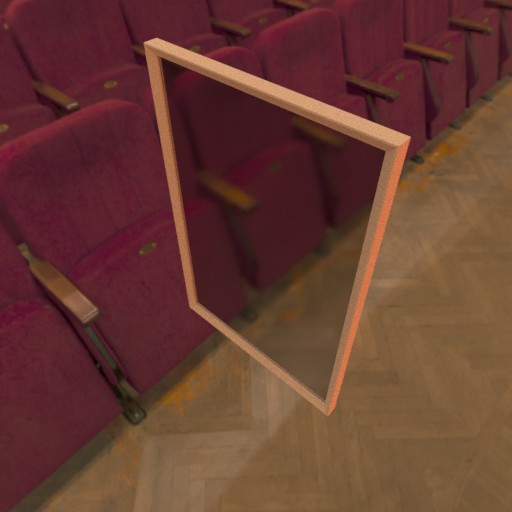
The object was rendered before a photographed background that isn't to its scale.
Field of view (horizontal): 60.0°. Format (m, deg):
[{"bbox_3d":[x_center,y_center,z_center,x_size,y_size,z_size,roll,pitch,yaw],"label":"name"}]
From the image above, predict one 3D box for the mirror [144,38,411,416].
[{"bbox_3d":[0.000,0.000,1.139,0.609,0.915,0.041,33,54,28],"label":"mirror"}]
